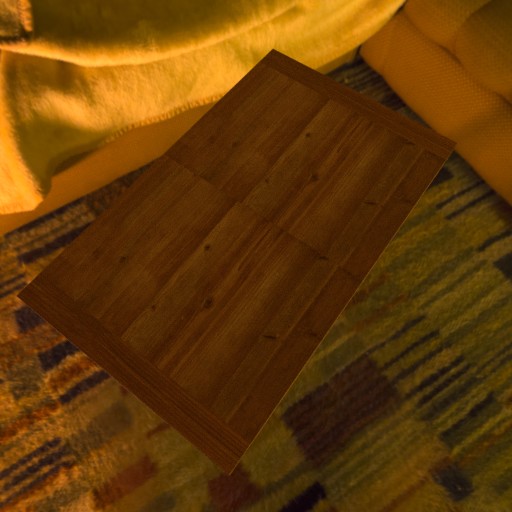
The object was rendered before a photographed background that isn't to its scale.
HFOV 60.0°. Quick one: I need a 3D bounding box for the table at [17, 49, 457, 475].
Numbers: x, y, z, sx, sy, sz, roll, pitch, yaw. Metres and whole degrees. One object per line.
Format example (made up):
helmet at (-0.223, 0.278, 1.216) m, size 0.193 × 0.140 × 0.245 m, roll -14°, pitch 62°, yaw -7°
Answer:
table at (0.000, 0.000, 1.989) m, size 0.922 × 0.743 × 1.503 m, roll 34°, pitch 69°, yaw 15°
